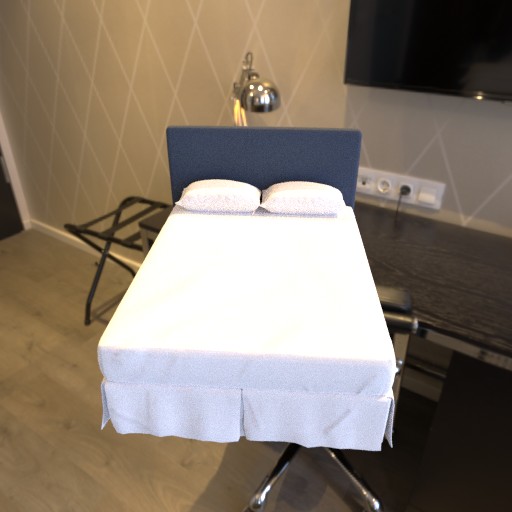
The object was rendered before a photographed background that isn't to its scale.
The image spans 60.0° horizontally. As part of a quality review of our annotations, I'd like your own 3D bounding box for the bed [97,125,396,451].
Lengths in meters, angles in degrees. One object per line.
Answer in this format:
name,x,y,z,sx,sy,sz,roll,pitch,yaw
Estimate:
bed,0.000,0.000,3.168,1.713,1.330,2.162,2,30,3
